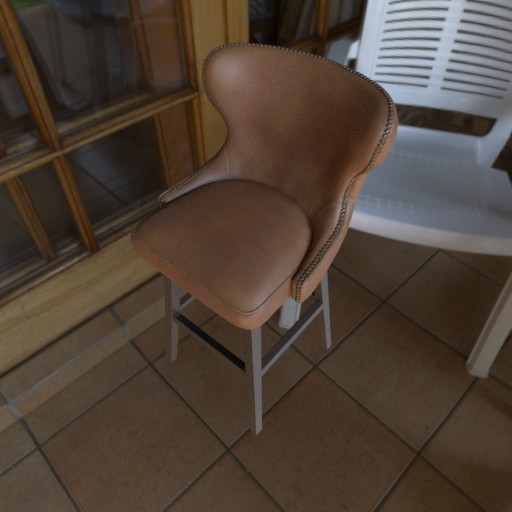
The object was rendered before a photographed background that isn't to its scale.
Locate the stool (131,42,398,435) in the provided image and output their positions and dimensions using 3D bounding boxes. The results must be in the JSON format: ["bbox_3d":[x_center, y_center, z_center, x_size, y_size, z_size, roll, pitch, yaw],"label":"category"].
[{"bbox_3d":[0.000,0.000,1.420,0.591,1.087,0.606,32,54,26],"label":"stool"}]
